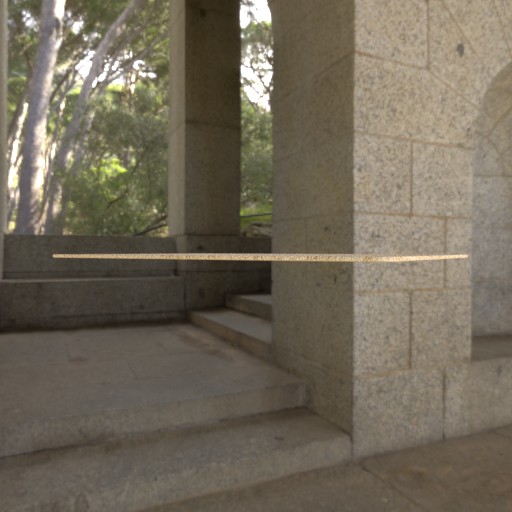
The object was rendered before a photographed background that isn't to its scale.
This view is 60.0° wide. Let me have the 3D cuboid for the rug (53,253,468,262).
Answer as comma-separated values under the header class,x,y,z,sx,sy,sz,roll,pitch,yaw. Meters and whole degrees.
class,x,y,z,sx,sy,sz,roll,pitch,yaw
rug,0.000,0.000,3.426,2.700,0.024,1.801,0,1,36
